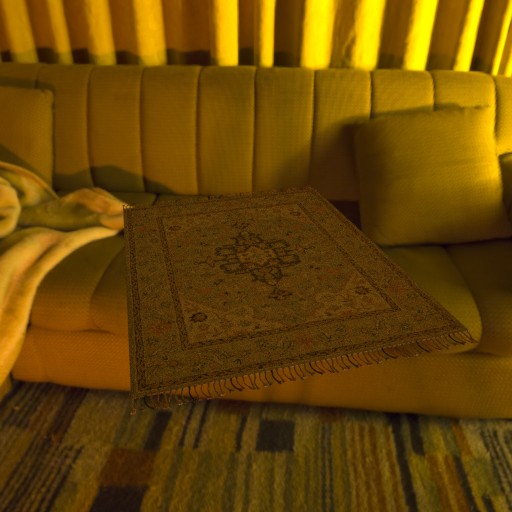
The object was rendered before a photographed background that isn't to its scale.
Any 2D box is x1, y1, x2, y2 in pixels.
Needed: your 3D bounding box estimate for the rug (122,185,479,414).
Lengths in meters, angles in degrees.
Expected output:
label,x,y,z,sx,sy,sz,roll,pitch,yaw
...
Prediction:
label,x,y,z,sx,sy,sz,roll,pitch,yaw
rug,0.000,0.000,3.436,1.971,0.010,2.651,-8,30,-13
